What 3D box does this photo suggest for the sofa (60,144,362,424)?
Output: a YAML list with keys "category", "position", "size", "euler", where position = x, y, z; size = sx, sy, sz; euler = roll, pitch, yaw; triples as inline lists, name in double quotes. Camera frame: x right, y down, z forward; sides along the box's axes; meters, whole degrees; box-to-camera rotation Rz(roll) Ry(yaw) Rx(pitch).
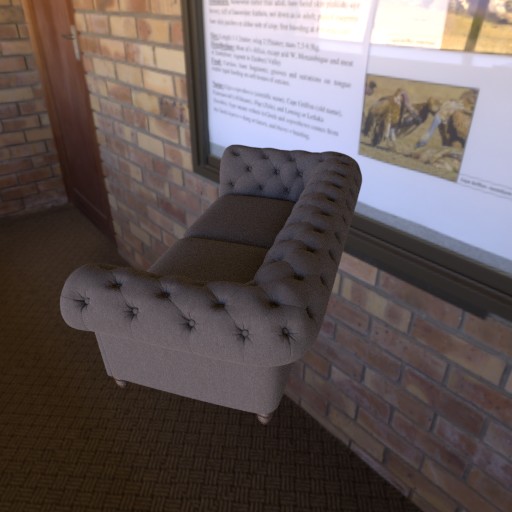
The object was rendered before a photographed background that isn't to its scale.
- category: "sofa"
  position: [0.000, 0.000, 2.504]
  size: [0.986, 0.764, 1.998]
  euler: [9, 32, 15]
